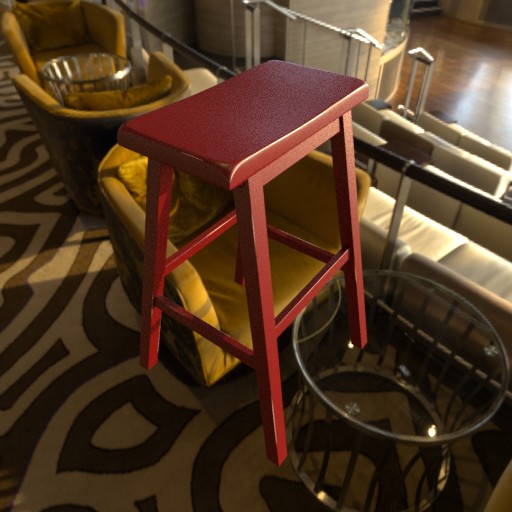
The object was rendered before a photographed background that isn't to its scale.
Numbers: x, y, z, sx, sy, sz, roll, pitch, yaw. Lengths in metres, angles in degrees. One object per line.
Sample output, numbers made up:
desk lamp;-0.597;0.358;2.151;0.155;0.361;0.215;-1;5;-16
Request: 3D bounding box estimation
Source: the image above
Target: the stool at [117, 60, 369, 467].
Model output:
stool;0.000;0.000;1.039;0.476;0.737;0.457;26;47;27
